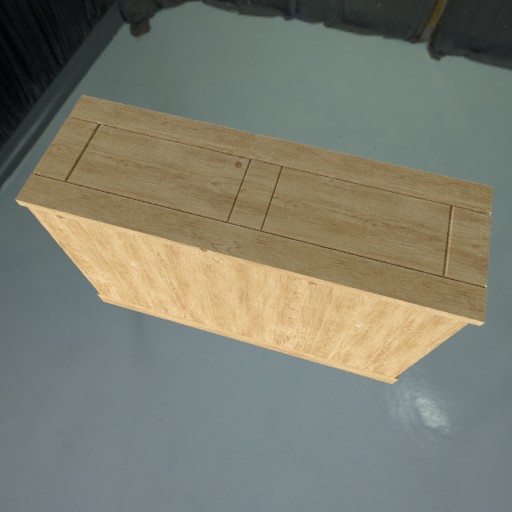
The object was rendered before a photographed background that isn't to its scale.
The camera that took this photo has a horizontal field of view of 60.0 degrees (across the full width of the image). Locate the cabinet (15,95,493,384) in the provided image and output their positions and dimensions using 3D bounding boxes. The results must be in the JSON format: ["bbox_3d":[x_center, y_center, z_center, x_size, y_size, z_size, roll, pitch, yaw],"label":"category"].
[{"bbox_3d":[0.000,0.000,1.649,1.321,0.810,0.432,15,64,7],"label":"cabinet"}]
